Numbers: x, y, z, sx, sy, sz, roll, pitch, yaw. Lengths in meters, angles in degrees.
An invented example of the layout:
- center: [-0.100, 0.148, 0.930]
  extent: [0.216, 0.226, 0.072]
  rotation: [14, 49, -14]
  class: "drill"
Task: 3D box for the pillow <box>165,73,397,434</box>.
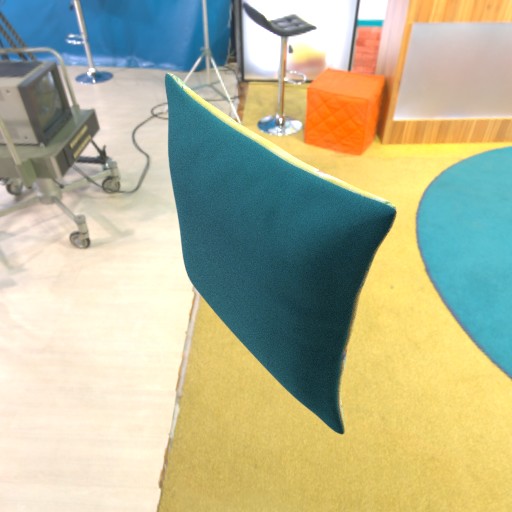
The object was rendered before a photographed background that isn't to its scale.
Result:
- center: [0.000, 0.000, 0.802]
  extent: [0.166, 0.508, 0.525]
  rotation: [-26, 47, -27]
  class: "pillow"
